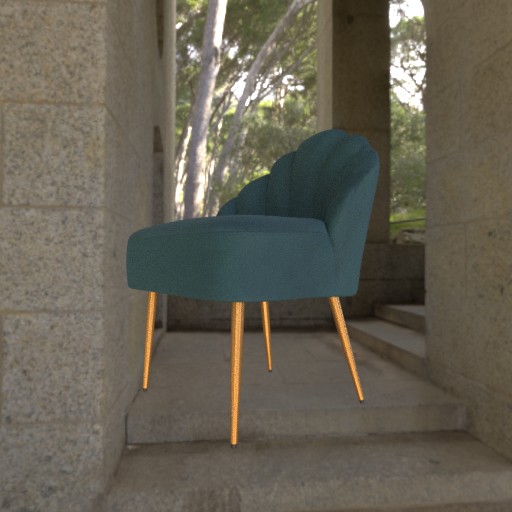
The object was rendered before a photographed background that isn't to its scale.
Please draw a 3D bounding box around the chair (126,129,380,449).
[{"bbox_3d":[0.000,0.000,1.282,0.599,0.819,0.657,0,-1,-36],"label":"chair"}]
